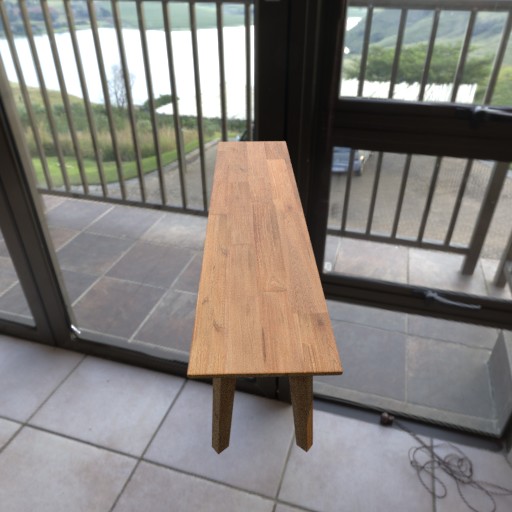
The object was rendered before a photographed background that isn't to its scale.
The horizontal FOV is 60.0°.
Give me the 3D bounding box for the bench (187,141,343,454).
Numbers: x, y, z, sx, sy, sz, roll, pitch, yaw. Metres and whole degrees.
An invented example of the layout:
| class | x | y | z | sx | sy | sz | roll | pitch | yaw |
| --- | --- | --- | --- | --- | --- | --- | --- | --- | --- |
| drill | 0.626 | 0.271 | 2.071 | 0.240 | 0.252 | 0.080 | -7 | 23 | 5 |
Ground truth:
| class | x | y | z | sx | sy | sz | roll | pitch | yaw |
| --- | --- | --- | --- | --- | --- | --- | --- | --- | --- |
| bench | 0.000 | 0.000 | 1.898 | 0.378 | 0.431 | 1.698 | -1 | 33 | -1 |
